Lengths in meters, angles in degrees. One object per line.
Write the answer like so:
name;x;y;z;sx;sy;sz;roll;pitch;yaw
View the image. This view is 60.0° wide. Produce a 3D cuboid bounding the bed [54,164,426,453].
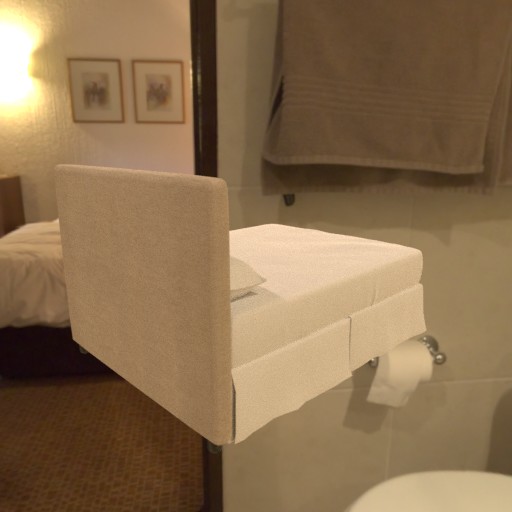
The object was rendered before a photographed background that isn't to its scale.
bed;0.000;0.000;3.211;2.162;1.330;1.713;-14;20;-43
